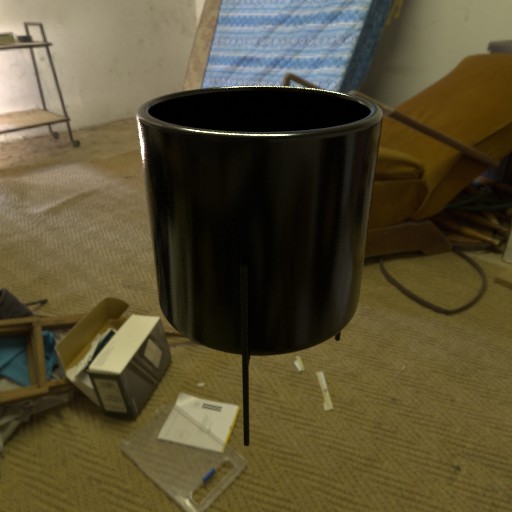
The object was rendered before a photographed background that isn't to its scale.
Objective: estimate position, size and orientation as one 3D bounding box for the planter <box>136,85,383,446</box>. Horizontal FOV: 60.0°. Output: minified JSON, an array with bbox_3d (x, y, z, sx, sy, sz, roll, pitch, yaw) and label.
[{"bbox_3d":[0.000,0.000,0.655,0.310,0.432,0.310,11,32,18],"label":"planter"}]
